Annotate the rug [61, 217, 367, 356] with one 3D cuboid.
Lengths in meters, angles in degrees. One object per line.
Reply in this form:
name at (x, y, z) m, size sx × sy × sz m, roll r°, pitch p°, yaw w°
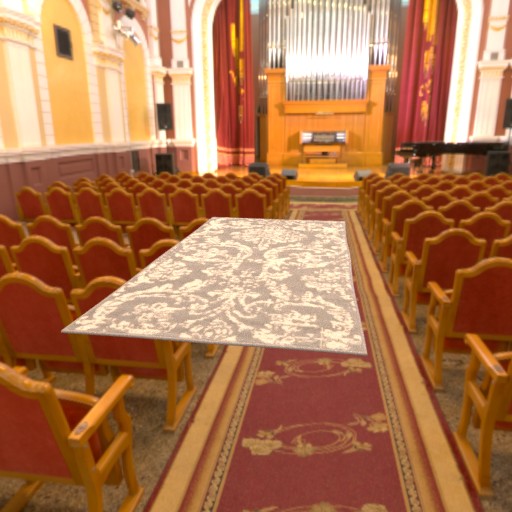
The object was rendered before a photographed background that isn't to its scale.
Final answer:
rug at (0.000, 0.000, 1.425) m, size 0.604 × 0.007 × 1.219 m, roll 3°, pitch 16°, yaw 9°
